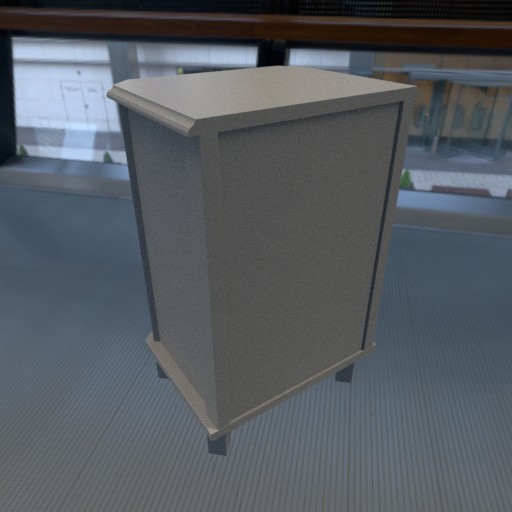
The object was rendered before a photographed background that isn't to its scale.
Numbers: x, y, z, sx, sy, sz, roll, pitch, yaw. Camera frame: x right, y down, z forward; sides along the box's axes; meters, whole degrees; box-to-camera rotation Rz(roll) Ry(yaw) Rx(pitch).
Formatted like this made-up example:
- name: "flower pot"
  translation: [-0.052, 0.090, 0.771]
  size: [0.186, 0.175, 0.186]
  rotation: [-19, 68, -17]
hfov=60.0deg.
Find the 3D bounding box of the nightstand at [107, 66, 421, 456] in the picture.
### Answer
- name: "nightstand"
  translation: [0.000, 0.000, 0.927]
  size: [0.435, 0.680, 0.348]
  rotation: [-19, 35, -29]
